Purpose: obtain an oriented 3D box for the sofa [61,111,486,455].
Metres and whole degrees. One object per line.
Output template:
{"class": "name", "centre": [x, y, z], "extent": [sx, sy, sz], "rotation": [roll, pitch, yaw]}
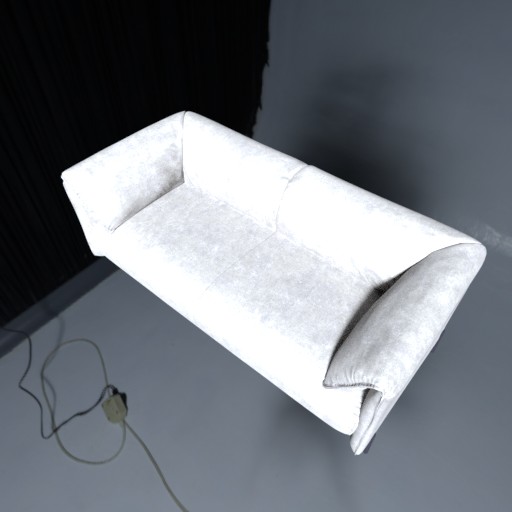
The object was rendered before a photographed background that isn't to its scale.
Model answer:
{"class": "sofa", "centre": [0.000, 0.000, 2.274], "extent": [1.878, 0.747, 0.905], "rotation": [31, 53, 27]}
